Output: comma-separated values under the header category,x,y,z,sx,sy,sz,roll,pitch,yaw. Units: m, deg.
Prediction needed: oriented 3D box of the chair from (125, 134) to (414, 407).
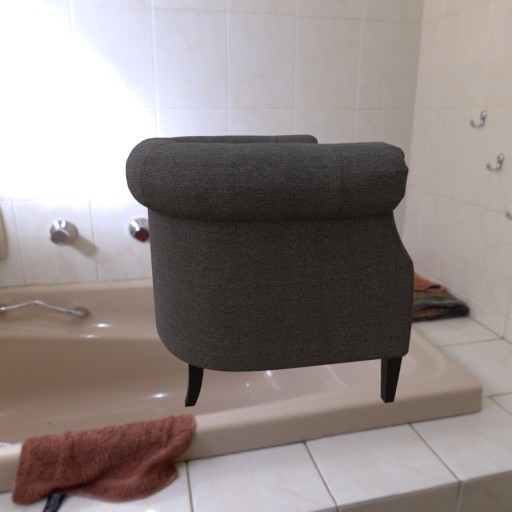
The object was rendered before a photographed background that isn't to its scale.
category,x,y,z,sx,sy,sz,roll,pitch,yaw
chair,0.000,0.000,1.593,0.852,0.827,0.905,-3,17,-10
